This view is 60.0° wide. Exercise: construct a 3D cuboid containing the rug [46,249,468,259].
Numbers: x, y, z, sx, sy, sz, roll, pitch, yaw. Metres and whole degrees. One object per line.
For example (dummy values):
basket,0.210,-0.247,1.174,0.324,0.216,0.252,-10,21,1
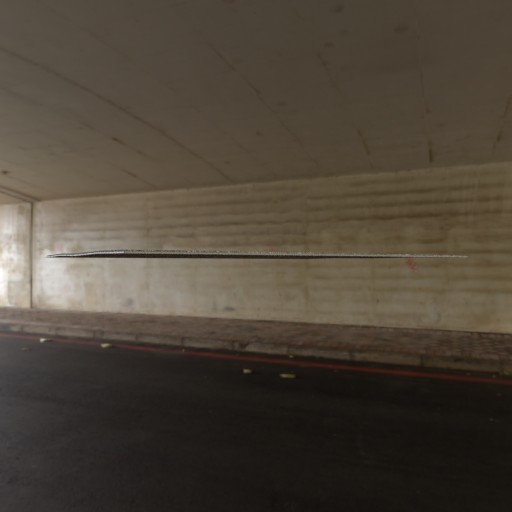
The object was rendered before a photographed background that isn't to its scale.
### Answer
rug,0.000,0.000,3.714,2.901,0.026,2.043,1,-1,-35
